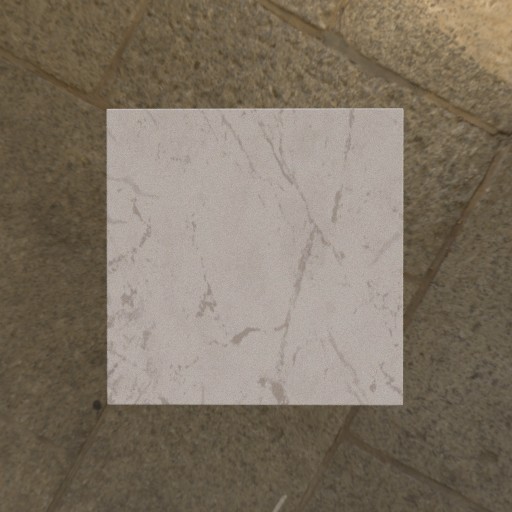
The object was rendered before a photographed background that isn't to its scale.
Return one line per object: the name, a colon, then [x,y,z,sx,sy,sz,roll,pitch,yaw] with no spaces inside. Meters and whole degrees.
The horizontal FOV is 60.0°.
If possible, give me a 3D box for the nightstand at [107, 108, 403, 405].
nightstand: [0.000,0.000,0.882,0.455,0.554,0.455,0,90,0]
